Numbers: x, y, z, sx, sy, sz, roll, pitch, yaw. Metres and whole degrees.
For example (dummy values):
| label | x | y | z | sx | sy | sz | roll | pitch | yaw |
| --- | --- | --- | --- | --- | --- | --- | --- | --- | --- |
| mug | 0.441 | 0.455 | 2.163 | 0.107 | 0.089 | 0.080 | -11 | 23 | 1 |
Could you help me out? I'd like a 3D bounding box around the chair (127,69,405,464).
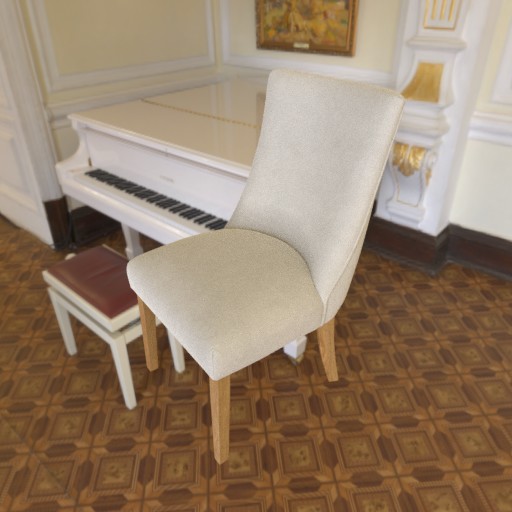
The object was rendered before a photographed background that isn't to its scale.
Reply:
| label | x | y | z | sx | sy | sz | roll | pitch | yaw |
| --- | --- | --- | --- | --- | --- | --- | --- | --- | --- |
| chair | 0.000 | 0.000 | 1.266 | 0.610 | 0.902 | 0.495 | -21 | 37 | -31 |
